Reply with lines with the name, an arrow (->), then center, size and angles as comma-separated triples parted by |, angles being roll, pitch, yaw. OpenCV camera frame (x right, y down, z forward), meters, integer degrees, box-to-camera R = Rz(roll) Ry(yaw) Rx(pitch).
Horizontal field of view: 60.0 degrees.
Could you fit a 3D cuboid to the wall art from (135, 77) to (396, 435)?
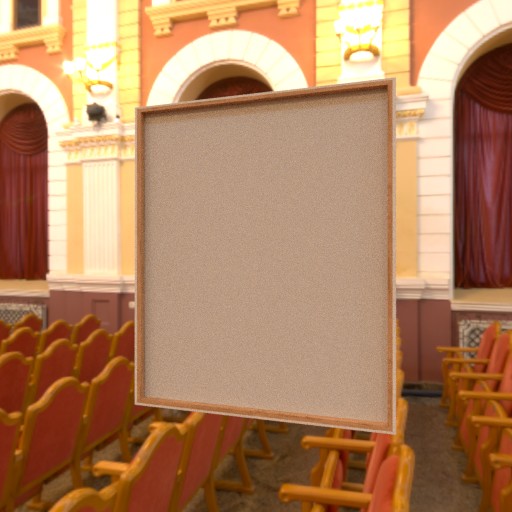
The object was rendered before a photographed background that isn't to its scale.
wall art -> 0.000, 0.000, 0.843 | 0.508, 0.606, 0.037 | 0, 0, 17
